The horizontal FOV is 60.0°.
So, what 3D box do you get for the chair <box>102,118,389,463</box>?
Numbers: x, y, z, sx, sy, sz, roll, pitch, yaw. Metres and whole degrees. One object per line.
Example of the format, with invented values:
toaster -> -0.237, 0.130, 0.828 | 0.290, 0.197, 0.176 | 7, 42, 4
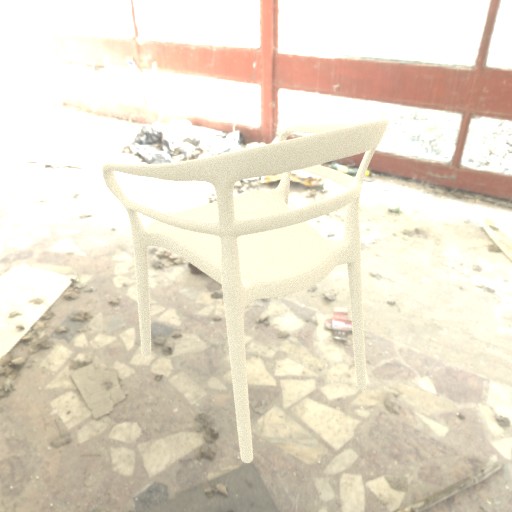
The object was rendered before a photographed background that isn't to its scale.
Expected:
chair -> 0.000, 0.000, 1.123 | 0.559, 0.761, 0.527 | -20, 37, -29
